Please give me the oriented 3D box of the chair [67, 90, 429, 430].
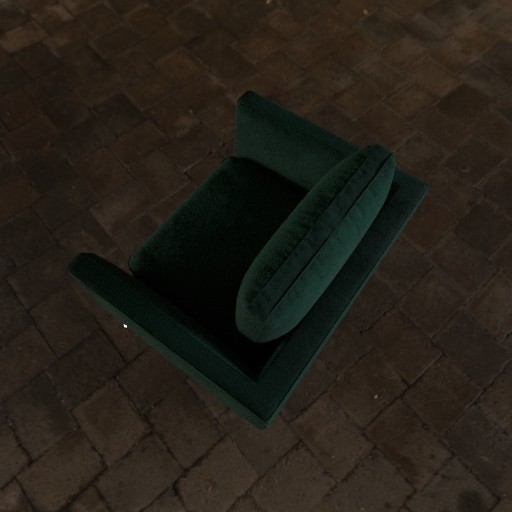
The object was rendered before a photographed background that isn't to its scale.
[{"bbox_3d":[0.000,0.000,1.785,0.852,0.997,1.047,33,68,16],"label":"chair"}]
